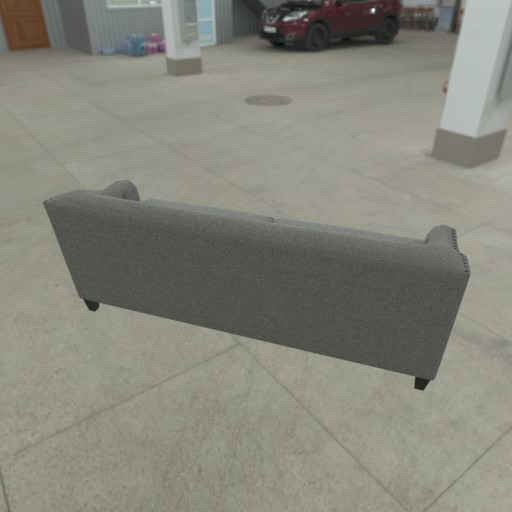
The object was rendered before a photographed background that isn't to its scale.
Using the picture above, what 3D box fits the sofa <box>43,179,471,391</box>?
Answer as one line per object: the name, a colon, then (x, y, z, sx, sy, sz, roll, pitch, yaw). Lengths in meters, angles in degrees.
sofa: (0.000, 0.000, 2.751, 2.235, 0.901, 0.914, 10, 33, 16)
